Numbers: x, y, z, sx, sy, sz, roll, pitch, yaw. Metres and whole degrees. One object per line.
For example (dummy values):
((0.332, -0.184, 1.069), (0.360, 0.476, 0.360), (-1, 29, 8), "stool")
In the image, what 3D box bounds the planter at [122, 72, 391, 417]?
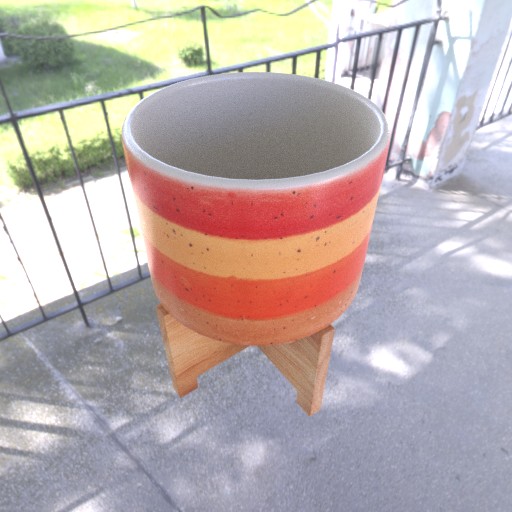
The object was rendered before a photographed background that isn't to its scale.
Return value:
((0.000, 0.000, 0.406), (0.199, 0.268, 0.199), (0, 41, 0), "planter")
